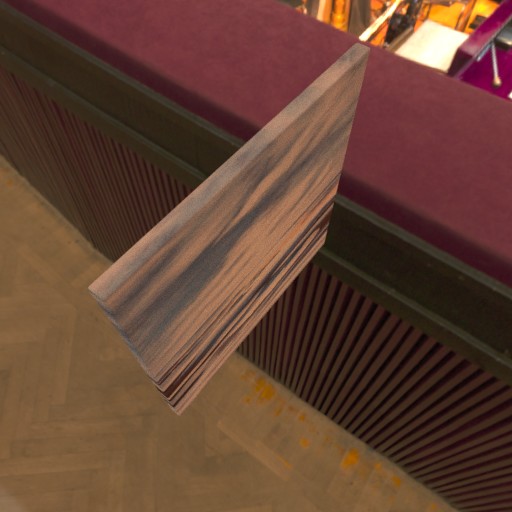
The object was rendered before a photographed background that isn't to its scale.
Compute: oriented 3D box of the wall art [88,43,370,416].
[{"bbox_3d":[0.000,0.000,1.100,0.035,0.747,0.747,33,64,19],"label":"wall art"}]
